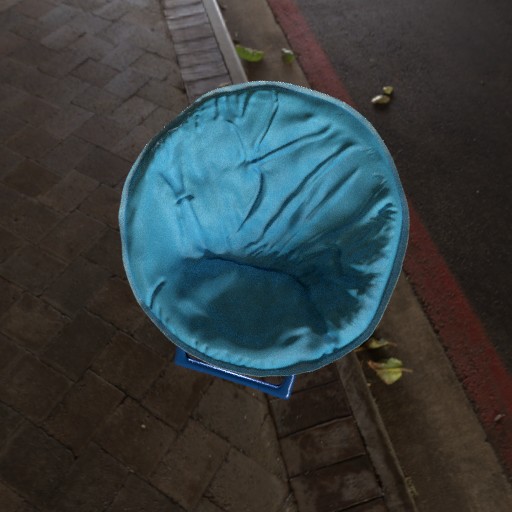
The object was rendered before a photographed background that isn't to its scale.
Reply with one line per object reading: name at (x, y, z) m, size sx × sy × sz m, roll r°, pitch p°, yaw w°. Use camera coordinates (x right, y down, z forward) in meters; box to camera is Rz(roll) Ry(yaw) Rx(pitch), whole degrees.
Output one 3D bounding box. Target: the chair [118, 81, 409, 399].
chair at (0.000, 0.000, 0.888) m, size 0.520 × 0.478 × 0.465 m, roll 15°, pitch 59°, yaw 9°
